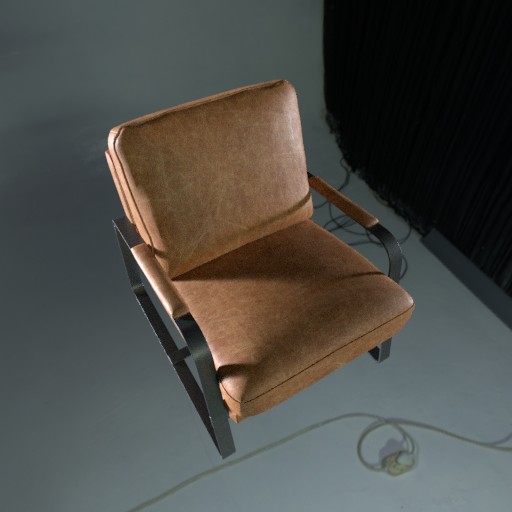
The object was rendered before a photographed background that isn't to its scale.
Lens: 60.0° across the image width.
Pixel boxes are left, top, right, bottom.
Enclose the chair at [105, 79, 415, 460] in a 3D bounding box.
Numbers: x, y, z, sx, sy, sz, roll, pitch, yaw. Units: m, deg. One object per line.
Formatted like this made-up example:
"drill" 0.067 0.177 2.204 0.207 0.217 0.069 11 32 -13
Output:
"chair" 0.000 0.000 1.331 0.651 0.777 0.801 -24 52 -21
